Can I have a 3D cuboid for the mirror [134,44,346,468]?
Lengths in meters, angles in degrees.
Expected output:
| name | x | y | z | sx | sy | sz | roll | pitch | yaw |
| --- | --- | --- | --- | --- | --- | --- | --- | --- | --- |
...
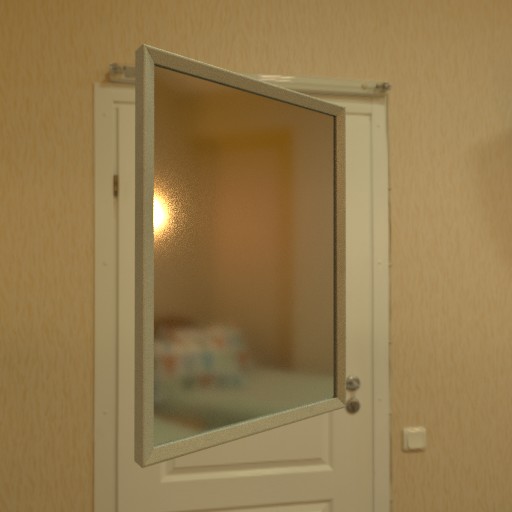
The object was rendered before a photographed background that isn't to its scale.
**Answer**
| name | x | y | z | sx | sy | sz | roll | pitch | yaw |
| --- | --- | --- | --- | --- | --- | --- | --- | --- | --- |
| mirror | 0.000 | 0.000 | 0.911 | 0.507 | 0.710 | 0.039 | 0 | -1 | -37 |
